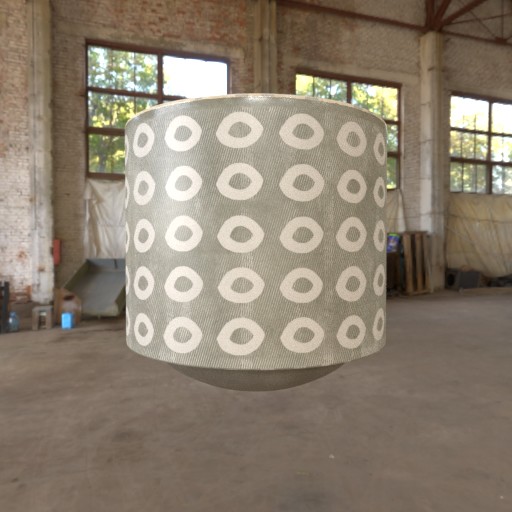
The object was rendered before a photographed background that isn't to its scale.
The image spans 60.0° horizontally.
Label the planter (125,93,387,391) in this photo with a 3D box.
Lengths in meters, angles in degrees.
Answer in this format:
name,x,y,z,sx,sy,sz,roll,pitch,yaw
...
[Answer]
name,x,y,z,sx,sy,sz,roll,pitch,yaw
planter,0.000,0.000,0.444,0.250,0.239,0.250,0,1,0
